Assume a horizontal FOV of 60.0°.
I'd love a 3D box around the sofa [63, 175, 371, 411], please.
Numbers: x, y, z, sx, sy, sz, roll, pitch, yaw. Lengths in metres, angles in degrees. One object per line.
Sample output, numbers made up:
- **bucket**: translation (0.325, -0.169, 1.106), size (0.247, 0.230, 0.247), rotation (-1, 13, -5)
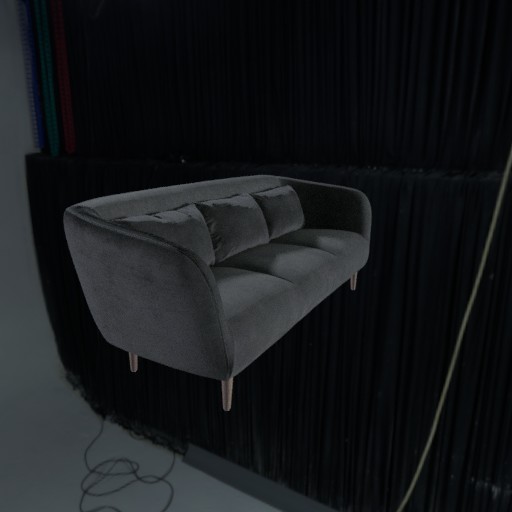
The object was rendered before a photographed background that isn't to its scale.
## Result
- **sofa**: translation (0.000, 0.000, 2.772), size (0.956, 0.875, 2.296), rotation (8, 17, 28)
